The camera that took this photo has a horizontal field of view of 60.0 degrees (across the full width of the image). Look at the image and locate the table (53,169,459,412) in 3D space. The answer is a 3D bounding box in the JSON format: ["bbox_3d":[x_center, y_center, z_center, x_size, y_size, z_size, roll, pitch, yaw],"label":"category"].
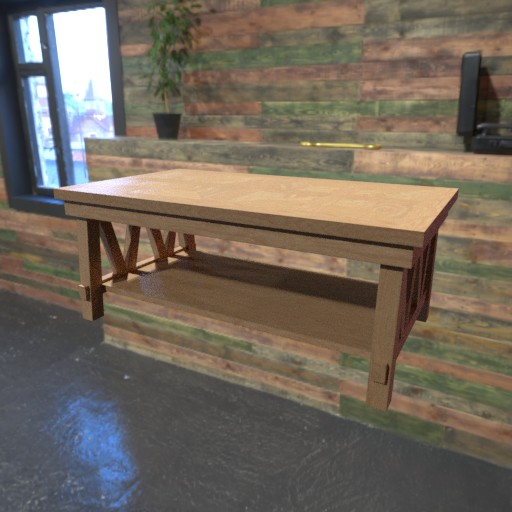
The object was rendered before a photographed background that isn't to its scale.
[{"bbox_3d":[0.000,0.000,1.666,1.270,0.507,0.711,10,20,28],"label":"table"}]
